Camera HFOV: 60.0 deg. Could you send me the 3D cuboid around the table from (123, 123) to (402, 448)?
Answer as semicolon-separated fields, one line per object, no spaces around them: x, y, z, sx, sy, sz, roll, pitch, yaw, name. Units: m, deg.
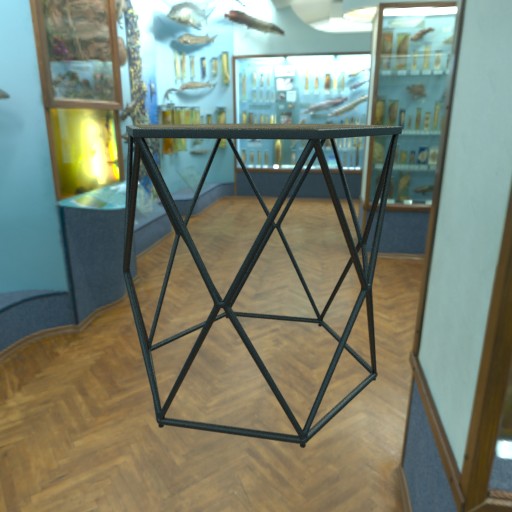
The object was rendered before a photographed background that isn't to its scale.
0.000;0.000;0.997;0.578;0.564;0.579;3;18;11;table
